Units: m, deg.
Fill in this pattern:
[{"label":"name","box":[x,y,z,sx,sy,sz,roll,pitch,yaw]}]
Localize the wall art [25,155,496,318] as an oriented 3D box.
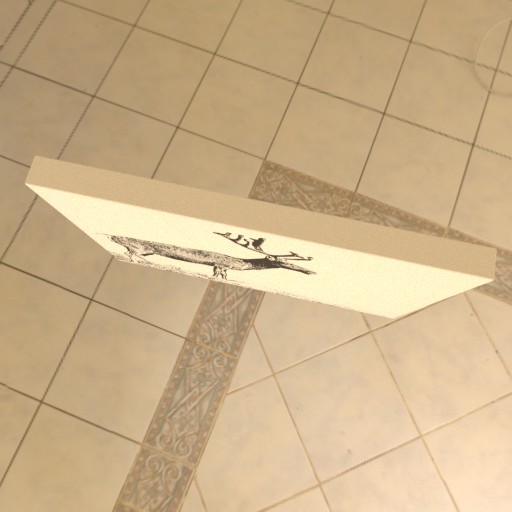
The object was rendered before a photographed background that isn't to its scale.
[{"label":"wall art","box":[0.000,0.000,0.767,0.608,0.414,0.042,12,76,3]}]
